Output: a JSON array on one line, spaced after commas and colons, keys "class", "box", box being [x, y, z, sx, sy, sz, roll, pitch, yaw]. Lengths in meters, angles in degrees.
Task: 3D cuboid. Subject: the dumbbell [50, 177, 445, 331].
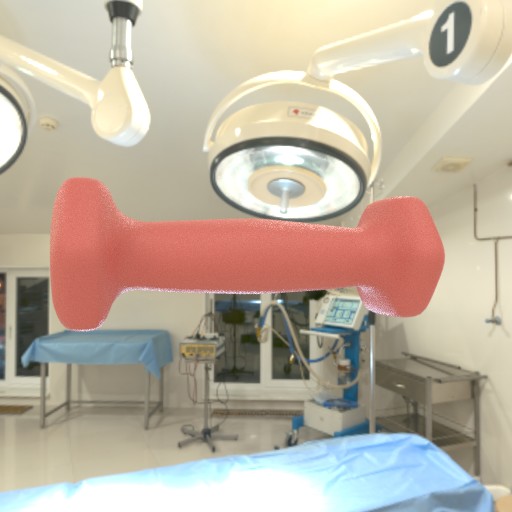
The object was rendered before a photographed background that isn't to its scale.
[{"class": "dumbbell", "box": [0.000, 0.000, 0.146, 0.123, 0.043, 0.047, 0, -1, -18]}]
